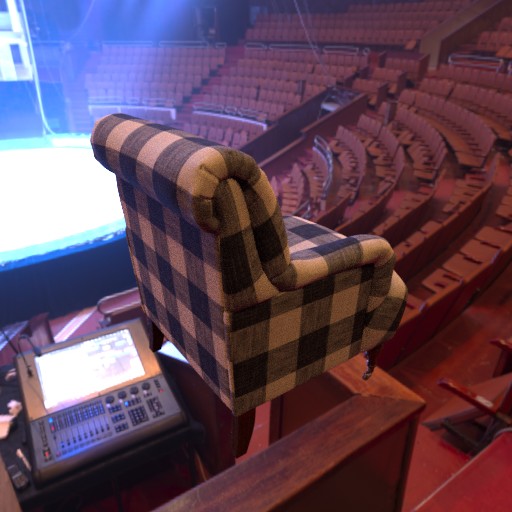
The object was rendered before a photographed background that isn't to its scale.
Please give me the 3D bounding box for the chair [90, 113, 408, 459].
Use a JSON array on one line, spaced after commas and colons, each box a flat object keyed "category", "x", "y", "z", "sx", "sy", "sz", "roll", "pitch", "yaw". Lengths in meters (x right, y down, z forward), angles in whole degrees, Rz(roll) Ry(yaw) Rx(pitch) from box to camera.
[{"category": "chair", "x": 0.000, "y": 0.000, "z": 1.575, "sx": 0.848, "sy": 0.953, "sz": 0.781, "roll": -17, "pitch": 30, "yaw": -31}]
